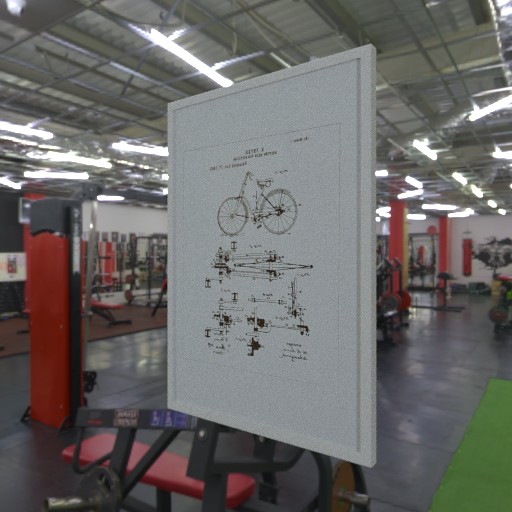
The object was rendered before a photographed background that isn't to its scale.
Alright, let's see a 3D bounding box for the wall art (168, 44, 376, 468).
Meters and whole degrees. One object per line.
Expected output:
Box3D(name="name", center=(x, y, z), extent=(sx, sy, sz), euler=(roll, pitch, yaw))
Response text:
Box3D(name="wall art", center=(0.000, 0.000, 0.601), extent=(0.332, 0.477, 0.015), euler=(0, 0, 36))
